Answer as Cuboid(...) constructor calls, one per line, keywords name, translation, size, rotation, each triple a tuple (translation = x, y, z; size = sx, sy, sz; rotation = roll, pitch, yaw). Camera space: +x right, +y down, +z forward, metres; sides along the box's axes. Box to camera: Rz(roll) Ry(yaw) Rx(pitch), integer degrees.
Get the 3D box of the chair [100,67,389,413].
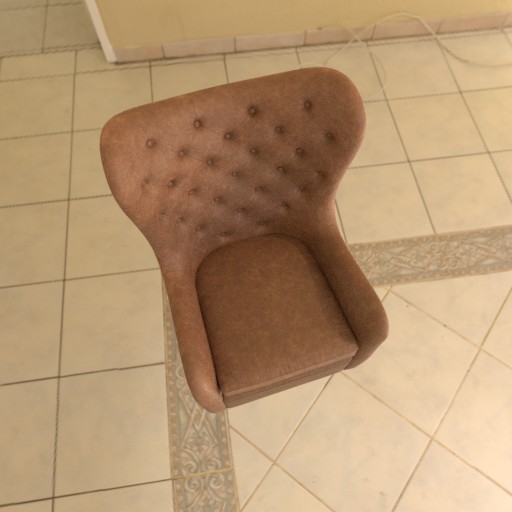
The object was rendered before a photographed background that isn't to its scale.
Cuboid(name="chair", translation=(0.000, 0.000, 1.737), size=(0.831, 1.079, 0.930), rotation=(-16, 65, -8))
